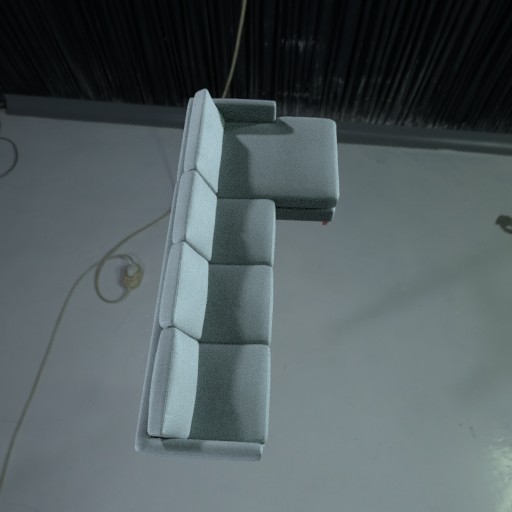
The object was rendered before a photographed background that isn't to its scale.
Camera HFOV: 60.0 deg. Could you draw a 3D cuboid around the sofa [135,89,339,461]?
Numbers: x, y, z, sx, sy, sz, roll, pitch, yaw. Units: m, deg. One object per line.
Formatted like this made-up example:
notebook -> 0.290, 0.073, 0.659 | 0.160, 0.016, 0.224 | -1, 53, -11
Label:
sofa -> 0.000, 0.000, 4.132 | 1.604, 0.950, 3.471 | 2, 63, 1
